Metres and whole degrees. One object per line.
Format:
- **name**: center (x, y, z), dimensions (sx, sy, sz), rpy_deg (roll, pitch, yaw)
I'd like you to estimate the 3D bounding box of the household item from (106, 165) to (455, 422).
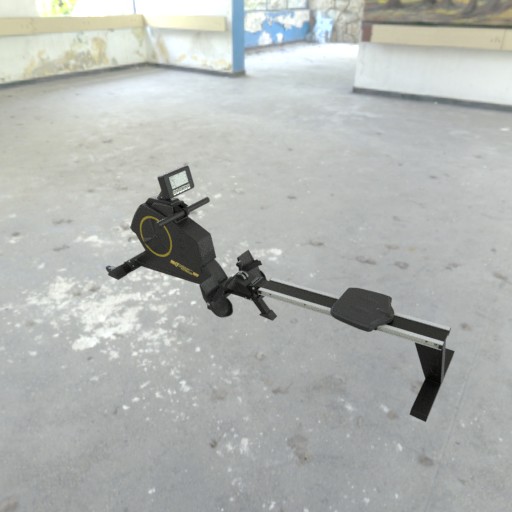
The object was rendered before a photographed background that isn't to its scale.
- **household item**: center (0.000, 0.000, 2.581), dimensions (2.251, 0.810, 0.521), rpy_deg (19, 36, 29)
